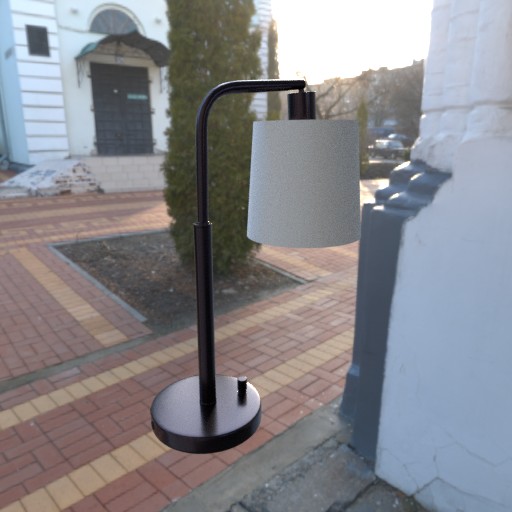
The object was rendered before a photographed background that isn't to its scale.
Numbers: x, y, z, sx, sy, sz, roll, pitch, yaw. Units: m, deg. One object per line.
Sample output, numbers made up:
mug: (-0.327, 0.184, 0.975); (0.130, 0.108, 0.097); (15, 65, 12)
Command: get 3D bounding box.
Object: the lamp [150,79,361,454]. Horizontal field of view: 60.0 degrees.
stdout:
lamp: (0.000, 0.000, 0.646); (0.333, 0.489, 0.171); (-8, 17, -26)
